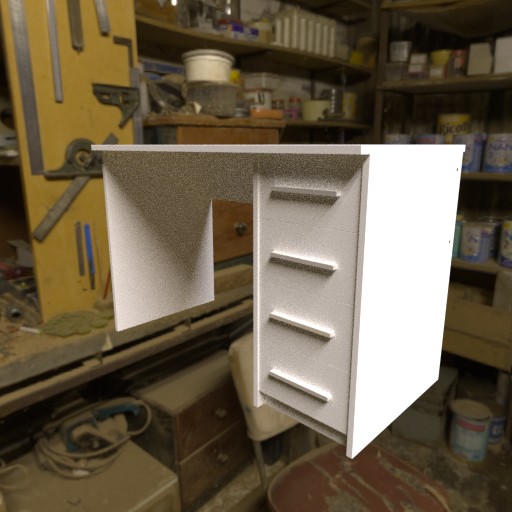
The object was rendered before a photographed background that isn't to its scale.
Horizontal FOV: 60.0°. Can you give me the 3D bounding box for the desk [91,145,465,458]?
[{"bbox_3d":[0.000,0.000,1.503,1.096,0.730,0.560,13,19,42],"label":"desk"}]
